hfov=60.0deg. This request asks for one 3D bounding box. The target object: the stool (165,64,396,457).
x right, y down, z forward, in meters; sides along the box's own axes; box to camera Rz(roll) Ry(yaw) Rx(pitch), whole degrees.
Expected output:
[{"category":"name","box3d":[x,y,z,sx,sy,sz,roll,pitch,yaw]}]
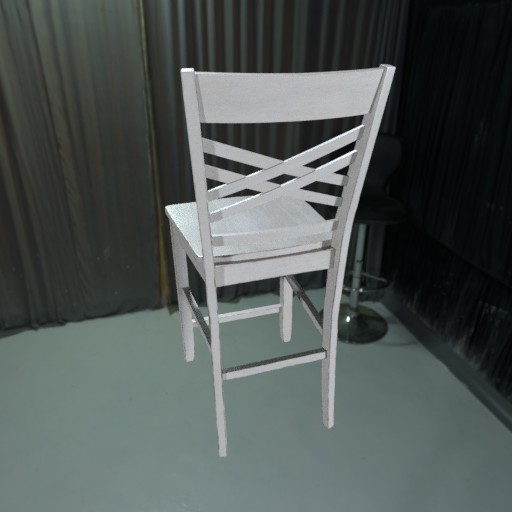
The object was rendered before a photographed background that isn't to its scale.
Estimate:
[{"category":"stool","box3d":[0.000,0.000,1.337,0.462,1.079,0.539,-8,27,-16]}]
